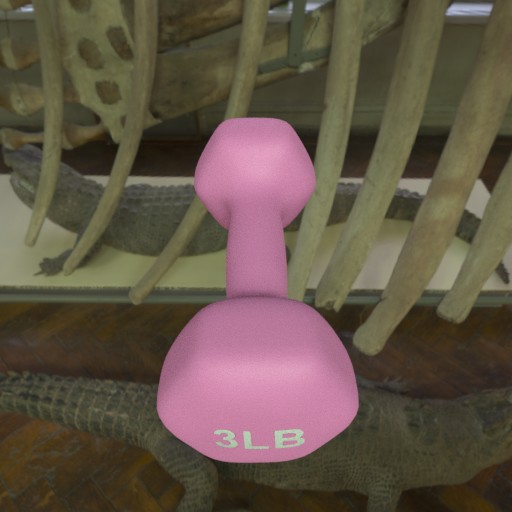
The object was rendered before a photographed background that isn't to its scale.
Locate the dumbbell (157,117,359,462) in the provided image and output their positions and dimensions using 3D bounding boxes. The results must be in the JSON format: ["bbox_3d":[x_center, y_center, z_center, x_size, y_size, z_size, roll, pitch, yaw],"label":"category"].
[{"bbox_3d":[0.000,0.000,0.187,0.064,0.058,0.159,0,43,0],"label":"dumbbell"}]
